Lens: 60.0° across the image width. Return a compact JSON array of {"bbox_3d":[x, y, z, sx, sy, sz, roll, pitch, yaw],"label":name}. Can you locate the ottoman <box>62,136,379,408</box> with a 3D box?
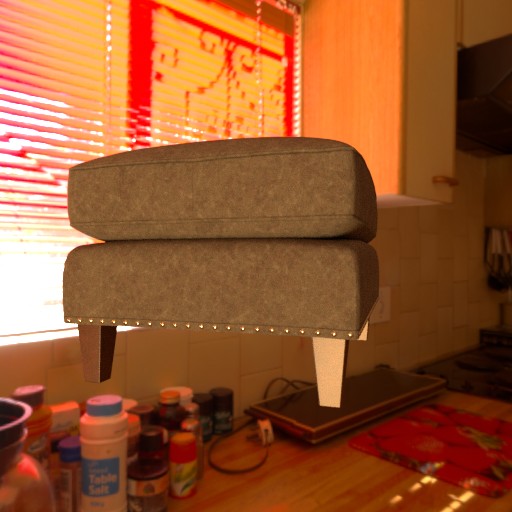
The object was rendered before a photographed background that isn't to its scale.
[{"bbox_3d":[0.000,0.000,1.140,0.584,0.513,0.741,0,0,18],"label":"ottoman"}]
